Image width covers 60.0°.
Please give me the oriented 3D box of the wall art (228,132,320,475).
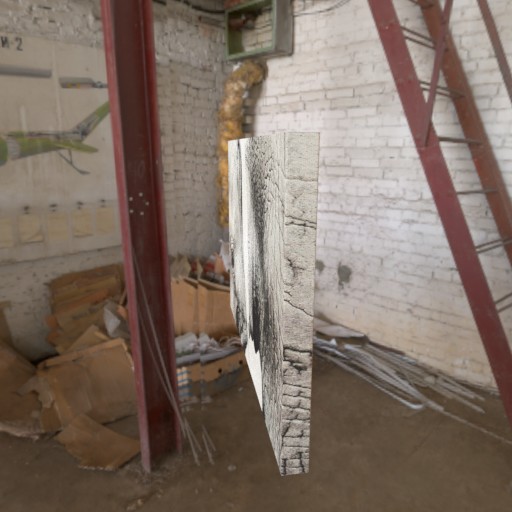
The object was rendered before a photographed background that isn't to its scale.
[{"bbox_3d":[0.000,0.000,0.793,0.035,0.407,0.613,-2,14,-9],"label":"wall art"}]
